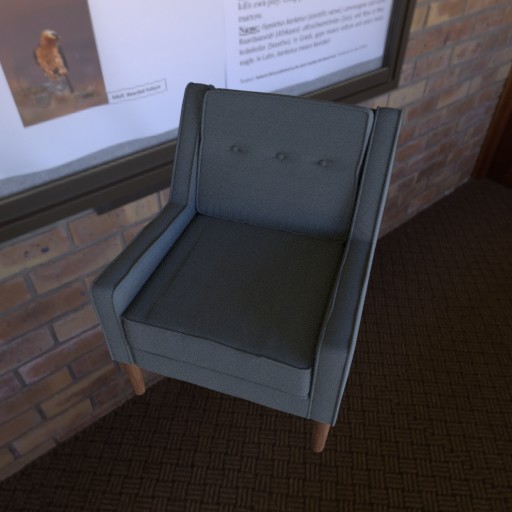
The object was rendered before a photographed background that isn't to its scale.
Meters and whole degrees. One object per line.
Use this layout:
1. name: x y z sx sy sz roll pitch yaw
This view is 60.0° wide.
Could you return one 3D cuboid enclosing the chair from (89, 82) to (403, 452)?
1. chair: 0.000 0.000 1.321 0.663 0.780 0.733 12 43 14
